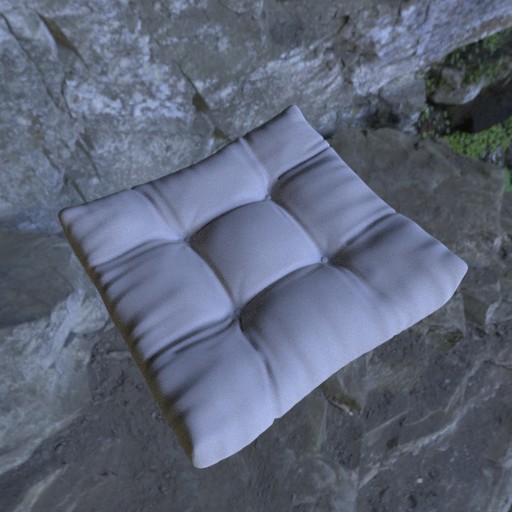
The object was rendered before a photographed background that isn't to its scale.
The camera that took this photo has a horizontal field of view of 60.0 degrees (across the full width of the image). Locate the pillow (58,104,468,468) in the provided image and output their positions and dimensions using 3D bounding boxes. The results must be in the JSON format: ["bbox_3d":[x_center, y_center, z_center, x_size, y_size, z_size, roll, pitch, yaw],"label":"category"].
[{"bbox_3d":[0.000,0.000,0.727,0.490,0.128,0.468,-30,62,-17],"label":"pillow"}]
